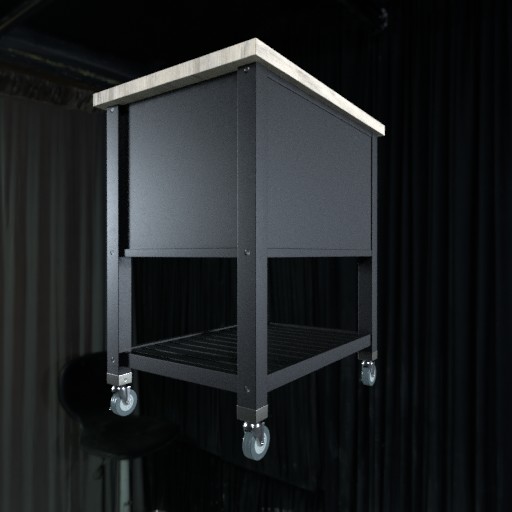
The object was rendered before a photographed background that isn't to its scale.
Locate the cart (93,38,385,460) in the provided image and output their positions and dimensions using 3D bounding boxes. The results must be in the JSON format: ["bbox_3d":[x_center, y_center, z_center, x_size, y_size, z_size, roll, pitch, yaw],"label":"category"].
[{"bbox_3d":[0.000,0.000,1.420,0.567,0.920,0.797,0,0,35],"label":"cart"}]
